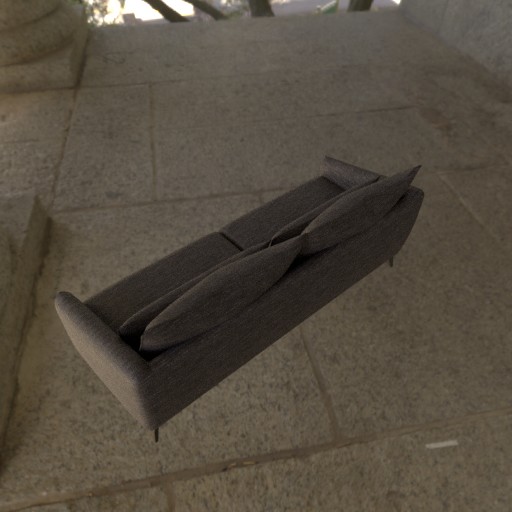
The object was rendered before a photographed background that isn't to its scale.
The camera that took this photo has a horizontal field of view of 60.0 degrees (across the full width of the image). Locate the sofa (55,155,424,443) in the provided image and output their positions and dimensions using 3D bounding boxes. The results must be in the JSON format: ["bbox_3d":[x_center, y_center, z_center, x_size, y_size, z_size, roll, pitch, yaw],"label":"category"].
[{"bbox_3d":[0.000,0.000,2.468,2.019,0.843,0.807,-31,53,-27],"label":"sofa"}]
